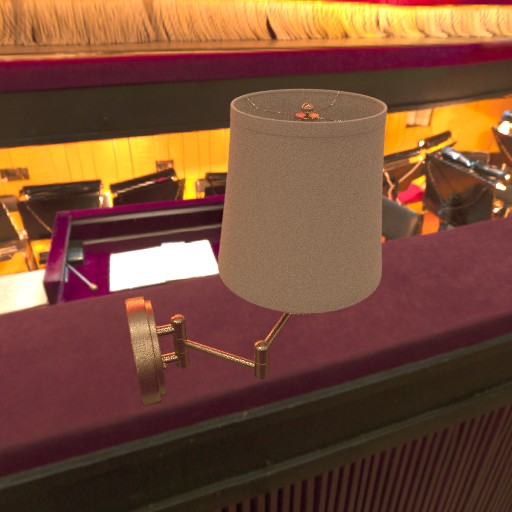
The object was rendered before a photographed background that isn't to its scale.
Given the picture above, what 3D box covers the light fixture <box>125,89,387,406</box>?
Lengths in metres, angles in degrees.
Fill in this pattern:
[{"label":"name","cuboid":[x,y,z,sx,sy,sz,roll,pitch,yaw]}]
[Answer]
[{"label":"light fixture","cuboid":[0.000,0.000,0.585,0.348,0.381,0.223,-10,32,-16]}]
